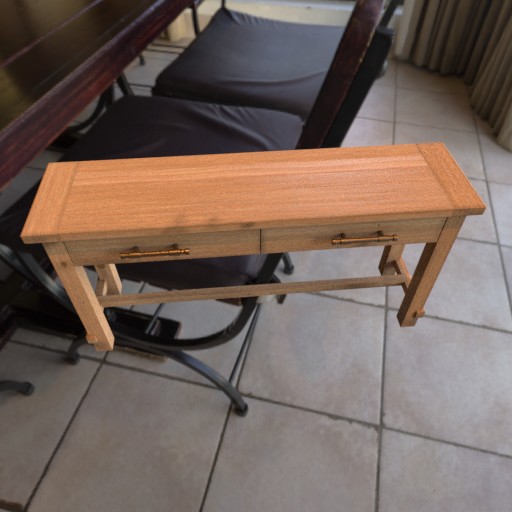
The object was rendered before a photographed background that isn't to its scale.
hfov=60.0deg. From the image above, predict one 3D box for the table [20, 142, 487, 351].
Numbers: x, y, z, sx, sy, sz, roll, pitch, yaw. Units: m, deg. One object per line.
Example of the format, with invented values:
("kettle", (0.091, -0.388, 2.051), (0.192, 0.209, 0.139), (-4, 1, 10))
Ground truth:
("table", (0.000, 0.000, 1.916), (1.599, 0.762, 0.442), (-4, 47, -4))
